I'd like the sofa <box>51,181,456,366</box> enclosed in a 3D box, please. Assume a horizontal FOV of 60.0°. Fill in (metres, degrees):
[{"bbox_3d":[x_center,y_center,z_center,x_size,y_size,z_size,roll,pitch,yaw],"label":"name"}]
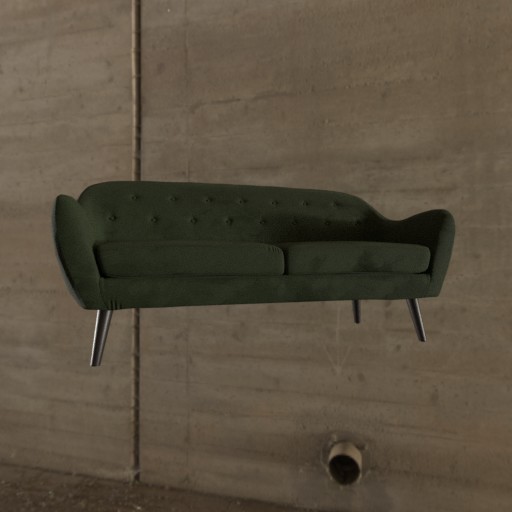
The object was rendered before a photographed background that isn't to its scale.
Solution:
[{"bbox_3d":[0.000,0.000,2.252,1.840,0.836,0.820,0,0,-18],"label":"sofa"}]
